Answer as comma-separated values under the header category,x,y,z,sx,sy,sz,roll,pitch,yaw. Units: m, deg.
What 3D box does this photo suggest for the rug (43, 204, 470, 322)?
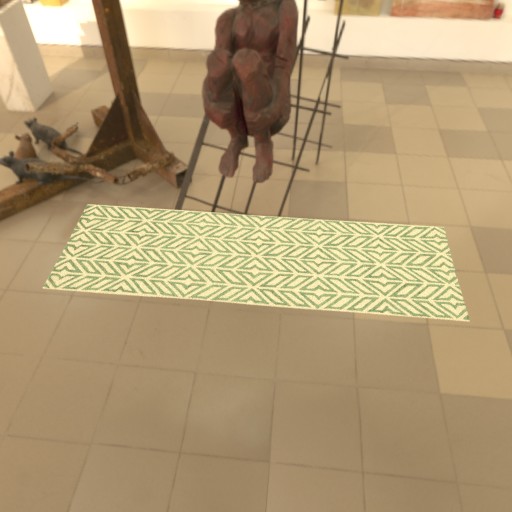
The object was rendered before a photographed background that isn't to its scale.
category,x,y,z,sx,sy,sz,roll,pitch,yaw
rug,0.000,0.000,2.764,2.435,0.009,0.750,4,48,4
